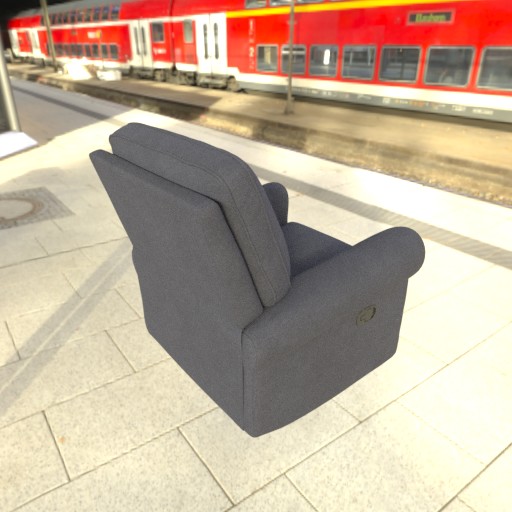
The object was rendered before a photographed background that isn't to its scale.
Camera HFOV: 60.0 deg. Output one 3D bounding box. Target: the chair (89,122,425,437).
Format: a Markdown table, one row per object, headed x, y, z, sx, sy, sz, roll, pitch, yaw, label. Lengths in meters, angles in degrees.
| x | y | z | sx | sy | sz | roll | pitch | yaw | label |
| --- | --- | --- | --- | --- | --- | --- | --- | --- | --- |
| 0.000 | 0.000 | 1.646 | 0.878 | 0.961 | 0.890 | -19 | 32 | -34 | chair |
